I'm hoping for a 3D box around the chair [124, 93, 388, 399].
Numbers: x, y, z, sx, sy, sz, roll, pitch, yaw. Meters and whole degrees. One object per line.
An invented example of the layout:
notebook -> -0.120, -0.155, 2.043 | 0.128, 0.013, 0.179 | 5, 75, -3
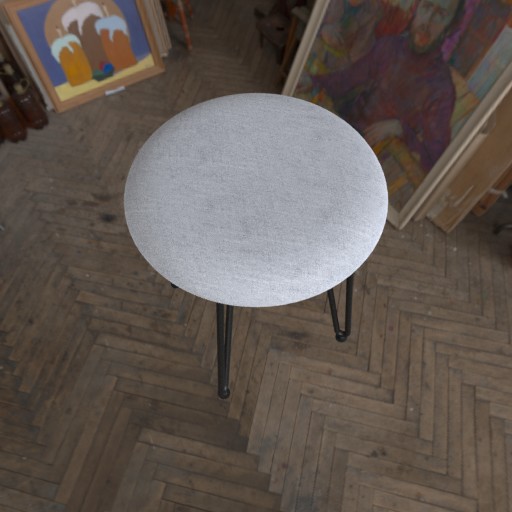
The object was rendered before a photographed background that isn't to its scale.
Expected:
chair -> 0.000, 0.000, 0.662 | 0.350, 0.386, 0.350 | 17, 60, 10
